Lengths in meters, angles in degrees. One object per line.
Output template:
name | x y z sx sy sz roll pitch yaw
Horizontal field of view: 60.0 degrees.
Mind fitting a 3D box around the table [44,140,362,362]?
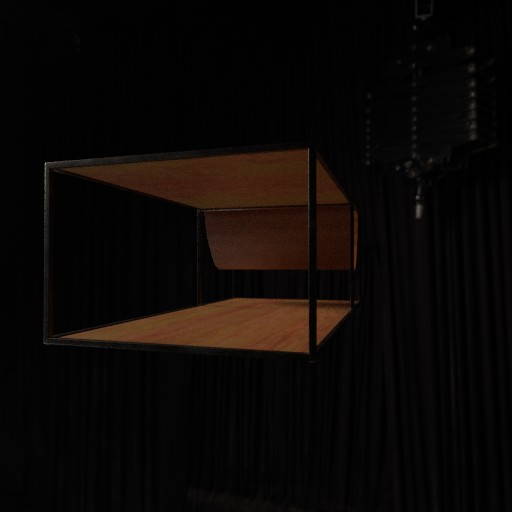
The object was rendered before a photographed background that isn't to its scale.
table | 0.000 0.000 1.454 0.597 0.403 1.199 0 -1 17
